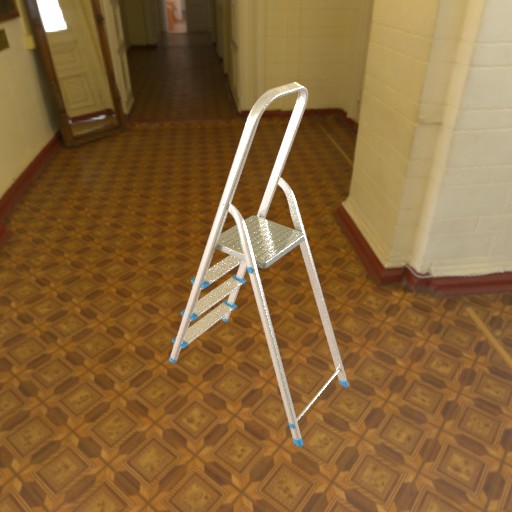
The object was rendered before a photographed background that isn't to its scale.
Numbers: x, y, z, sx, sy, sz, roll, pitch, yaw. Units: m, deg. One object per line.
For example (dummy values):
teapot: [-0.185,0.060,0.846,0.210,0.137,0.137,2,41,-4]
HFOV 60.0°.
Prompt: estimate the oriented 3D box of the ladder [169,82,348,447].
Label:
ladder: [0.000,0.000,1.917,0.842,1.434,0.445,23,39,31]
